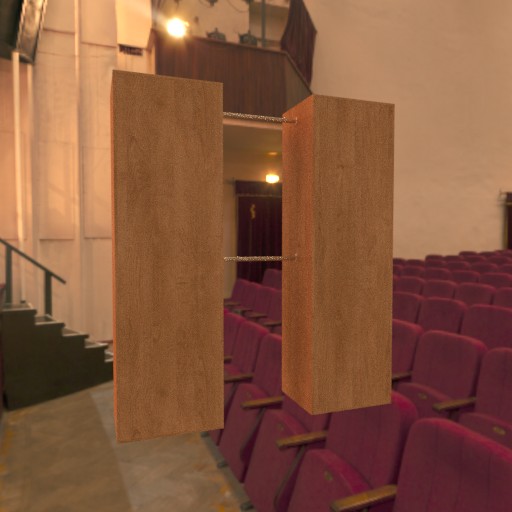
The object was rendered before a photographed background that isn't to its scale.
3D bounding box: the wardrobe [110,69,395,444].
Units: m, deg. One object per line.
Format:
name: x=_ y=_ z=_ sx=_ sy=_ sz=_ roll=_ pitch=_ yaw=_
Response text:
wardrobe: x=0.000 y=0.000 z=2.888 sx=1.770 sy=2.000 sz=0.480 roll=-1 pitch=2 yaw=-20
